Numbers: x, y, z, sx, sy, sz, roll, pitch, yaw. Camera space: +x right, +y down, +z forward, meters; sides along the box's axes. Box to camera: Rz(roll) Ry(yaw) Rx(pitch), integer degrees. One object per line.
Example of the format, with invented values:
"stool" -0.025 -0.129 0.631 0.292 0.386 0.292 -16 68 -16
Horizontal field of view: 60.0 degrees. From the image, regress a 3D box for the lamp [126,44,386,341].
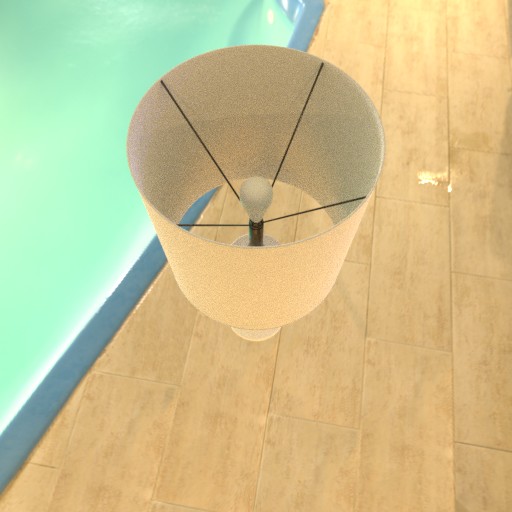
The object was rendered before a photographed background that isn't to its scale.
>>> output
"lamp" 0.000 0.000 0.564 0.208 0.455 0.208 14 65 7
